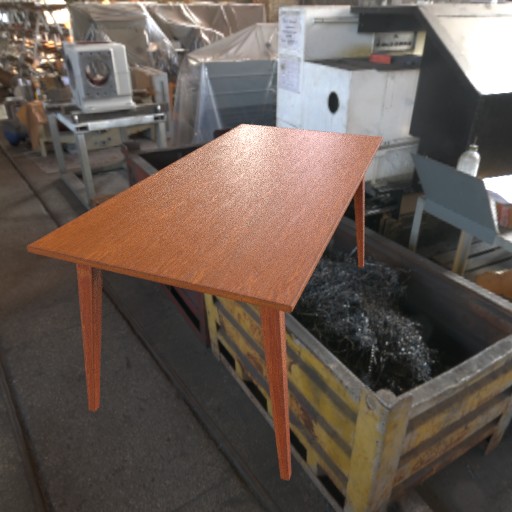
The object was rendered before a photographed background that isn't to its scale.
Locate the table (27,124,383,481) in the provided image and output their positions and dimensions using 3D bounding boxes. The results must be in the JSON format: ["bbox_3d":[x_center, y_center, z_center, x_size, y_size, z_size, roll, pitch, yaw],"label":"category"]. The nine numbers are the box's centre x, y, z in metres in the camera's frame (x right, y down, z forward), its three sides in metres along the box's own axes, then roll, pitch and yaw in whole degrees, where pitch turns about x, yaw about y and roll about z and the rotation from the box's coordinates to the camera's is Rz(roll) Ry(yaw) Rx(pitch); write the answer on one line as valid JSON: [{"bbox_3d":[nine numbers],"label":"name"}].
[{"bbox_3d":[0.000,0.000,1.999,0.811,0.755,1.609,11,32,18],"label":"table"}]
